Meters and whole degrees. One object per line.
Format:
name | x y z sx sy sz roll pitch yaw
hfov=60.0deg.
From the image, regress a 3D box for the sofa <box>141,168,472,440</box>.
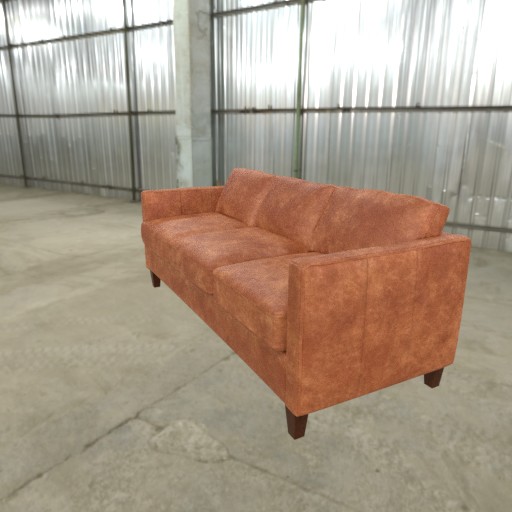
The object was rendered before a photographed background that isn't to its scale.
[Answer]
sofa | 0.000 0.000 2.975 1.045 1.006 2.464 -8 18 -27
